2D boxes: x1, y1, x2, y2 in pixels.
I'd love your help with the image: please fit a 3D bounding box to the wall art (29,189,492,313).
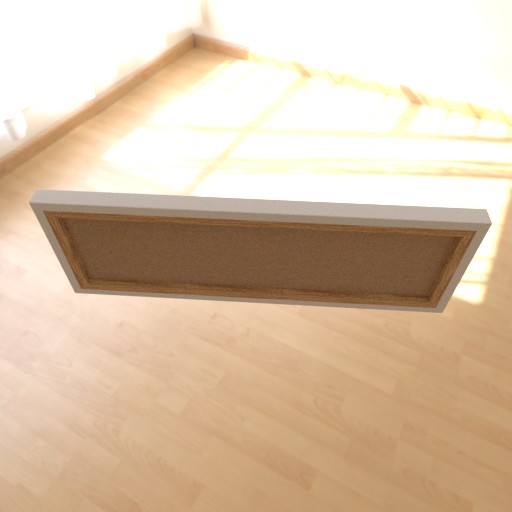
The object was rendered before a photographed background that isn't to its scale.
[{"bbox_3d":[0.000,0.000,0.835,0.763,0.255,0.038,3,49,3],"label":"wall art"}]
